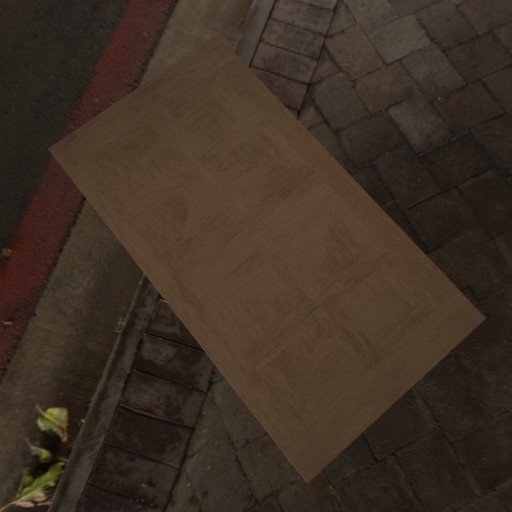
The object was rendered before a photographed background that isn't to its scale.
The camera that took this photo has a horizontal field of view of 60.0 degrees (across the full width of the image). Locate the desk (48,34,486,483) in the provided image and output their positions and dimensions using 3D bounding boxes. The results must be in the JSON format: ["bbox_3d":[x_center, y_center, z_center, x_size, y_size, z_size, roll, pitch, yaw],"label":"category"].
[{"bbox_3d":[0.000,0.000,1.970,0.813,0.762,1.499,-38,79,-9],"label":"desk"}]
